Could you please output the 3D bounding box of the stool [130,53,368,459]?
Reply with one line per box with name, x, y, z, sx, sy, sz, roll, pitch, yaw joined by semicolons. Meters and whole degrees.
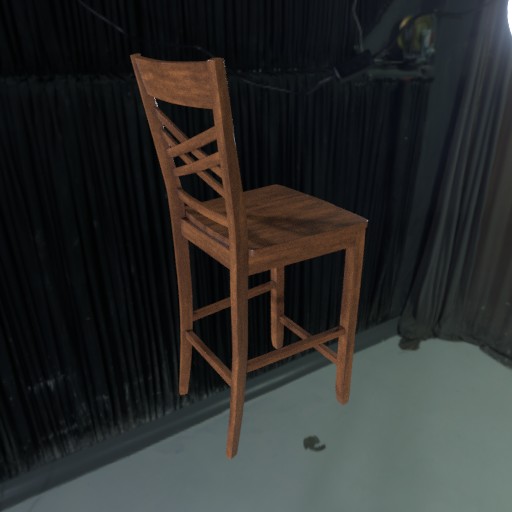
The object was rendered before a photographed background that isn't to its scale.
stool;0.000;0.000;1.322;0.504;1.098;0.426;-17;31;-31
